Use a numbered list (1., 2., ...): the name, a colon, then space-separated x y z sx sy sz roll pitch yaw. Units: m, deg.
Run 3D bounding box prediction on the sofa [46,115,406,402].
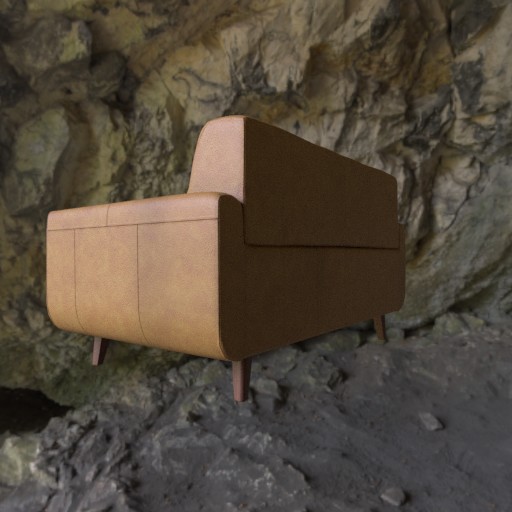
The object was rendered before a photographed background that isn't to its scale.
1. sofa: 0.000 0.000 2.182 0.952 0.925 1.651 0 0 36
